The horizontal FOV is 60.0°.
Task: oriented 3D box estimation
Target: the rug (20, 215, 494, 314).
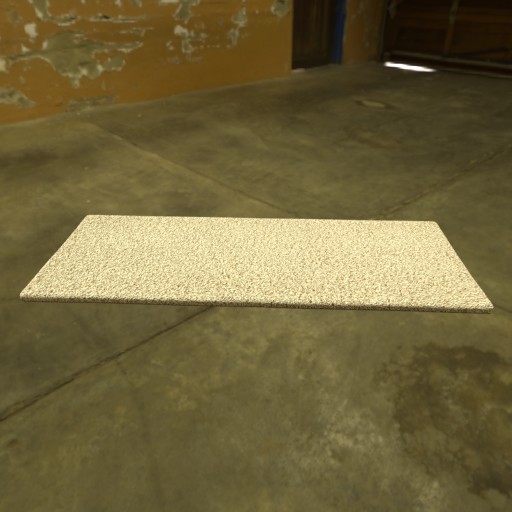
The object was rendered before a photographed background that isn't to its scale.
[{"bbox_3d":[0.000,0.000,1.678,1.524,0.030,0.609,1,31,2],"label":"rug"}]
